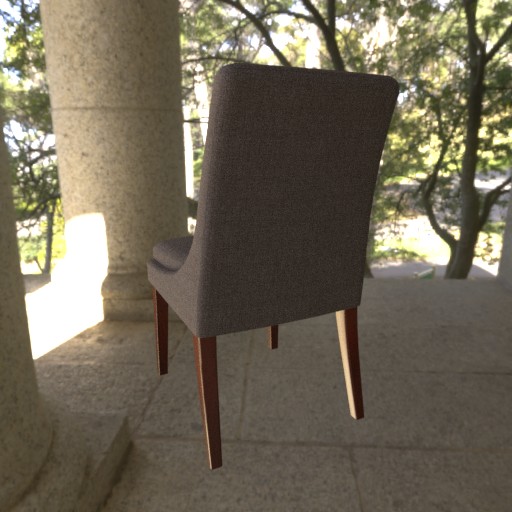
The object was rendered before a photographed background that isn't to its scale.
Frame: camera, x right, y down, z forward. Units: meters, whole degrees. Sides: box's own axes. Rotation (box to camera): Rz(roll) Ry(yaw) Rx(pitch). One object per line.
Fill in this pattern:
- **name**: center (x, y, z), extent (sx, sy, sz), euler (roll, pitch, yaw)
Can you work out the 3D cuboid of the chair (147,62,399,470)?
- **chair**: center (0.000, 0.000, 1.314), extent (0.508, 0.952, 0.655), euler (-7, 16, -26)
